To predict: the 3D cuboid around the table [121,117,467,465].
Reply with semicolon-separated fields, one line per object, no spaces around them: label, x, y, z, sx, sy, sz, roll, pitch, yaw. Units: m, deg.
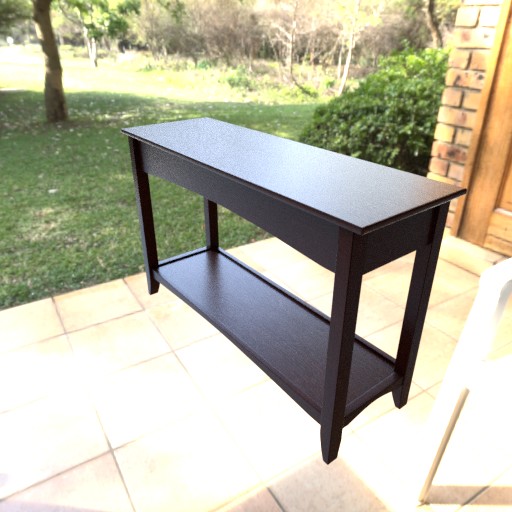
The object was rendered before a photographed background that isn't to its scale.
table;0.000;0.000;1.564;0.392;0.739;1.188;-20;34;-33
